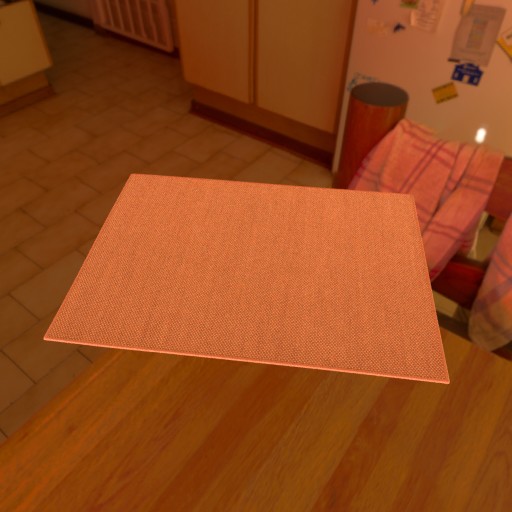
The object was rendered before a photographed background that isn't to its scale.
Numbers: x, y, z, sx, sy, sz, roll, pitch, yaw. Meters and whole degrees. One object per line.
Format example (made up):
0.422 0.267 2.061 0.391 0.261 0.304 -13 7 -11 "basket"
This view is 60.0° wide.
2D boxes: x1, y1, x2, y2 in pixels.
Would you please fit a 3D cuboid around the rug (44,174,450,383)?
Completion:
0.000 0.000 2.819 2.134 0.013 1.524 5 46 5 "rug"
